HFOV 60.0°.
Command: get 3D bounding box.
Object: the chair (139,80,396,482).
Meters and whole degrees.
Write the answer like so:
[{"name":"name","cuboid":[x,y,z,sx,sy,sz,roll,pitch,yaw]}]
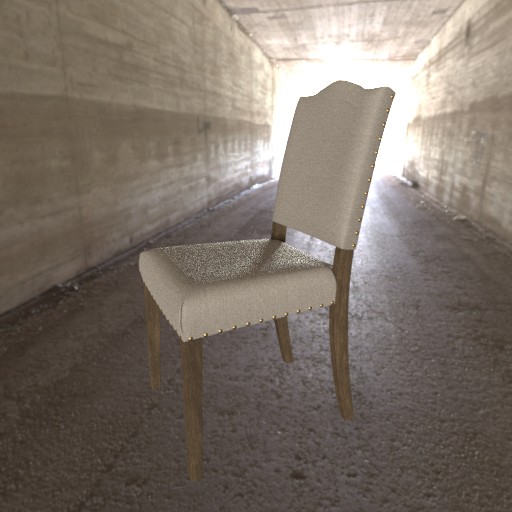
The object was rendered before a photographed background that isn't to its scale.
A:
[{"name":"chair","cuboid":[0.000,0.000,1.344,0.620,1.020,0.508,-7,18,-24]}]
